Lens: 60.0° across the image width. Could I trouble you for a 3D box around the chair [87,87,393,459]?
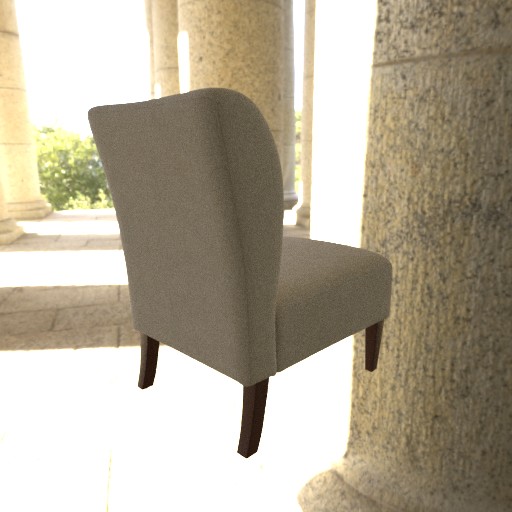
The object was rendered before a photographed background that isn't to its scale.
[{"bbox_3d":[0.000,0.000,1.314,0.521,0.833,0.754,12,18,43],"label":"chair"}]
